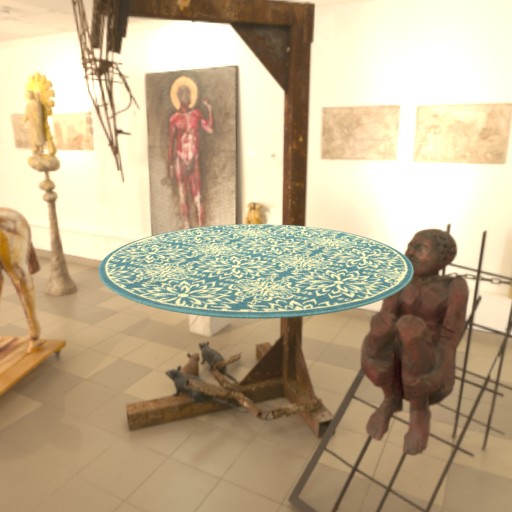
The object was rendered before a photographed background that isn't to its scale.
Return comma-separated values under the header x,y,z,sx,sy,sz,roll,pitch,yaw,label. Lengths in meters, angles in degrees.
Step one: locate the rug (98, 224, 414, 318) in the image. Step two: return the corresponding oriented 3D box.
x,y,z,sx,sy,sz,roll,pitch,yaw,label
0.000,0.000,2.366,1.593,0.012,1.593,0,16,0,rug
